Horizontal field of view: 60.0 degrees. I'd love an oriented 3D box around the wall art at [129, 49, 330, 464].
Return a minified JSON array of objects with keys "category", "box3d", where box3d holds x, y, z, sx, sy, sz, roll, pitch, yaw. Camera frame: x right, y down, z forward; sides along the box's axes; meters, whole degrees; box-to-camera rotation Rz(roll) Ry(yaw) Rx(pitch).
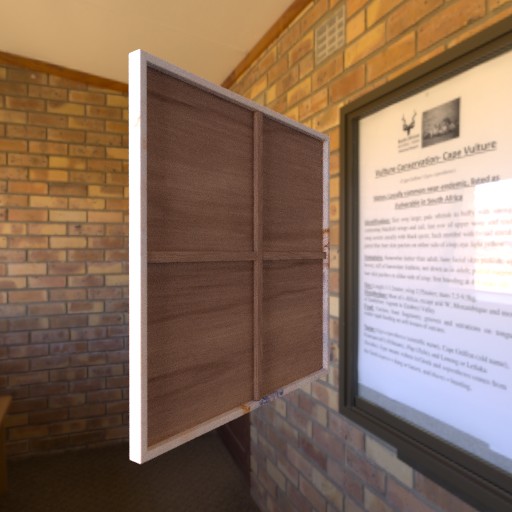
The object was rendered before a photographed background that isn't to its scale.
[{"category":"wall art","box3d":[0.000,0.000,1.316,0.038,0.889,0.889,0,1,36]}]
